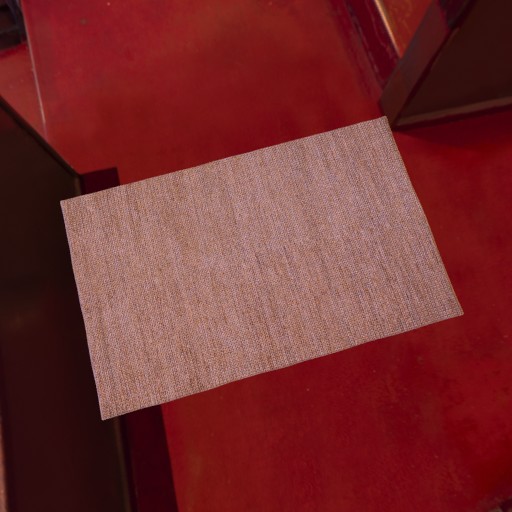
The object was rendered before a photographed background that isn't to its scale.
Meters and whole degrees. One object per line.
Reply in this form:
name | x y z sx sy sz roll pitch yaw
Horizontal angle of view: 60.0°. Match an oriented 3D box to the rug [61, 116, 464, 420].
rug | 0.000 0.000 3.033 2.438 0.034 1.521 -15 77 -4
